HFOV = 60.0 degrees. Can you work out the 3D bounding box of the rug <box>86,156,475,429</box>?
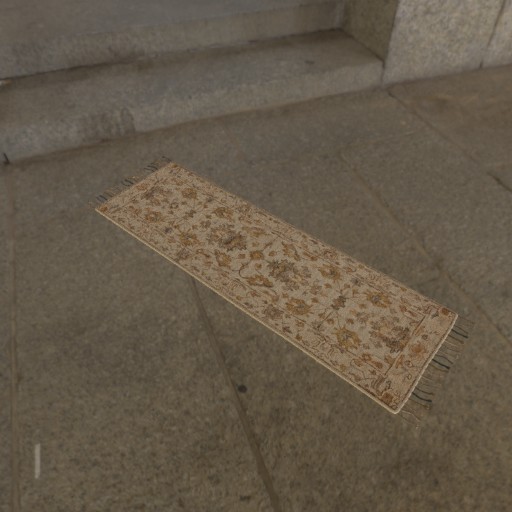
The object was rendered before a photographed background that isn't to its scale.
[{"bbox_3d":[0.000,0.000,2.682,2.438,0.021,0.729,31,54,26],"label":"rug"}]
